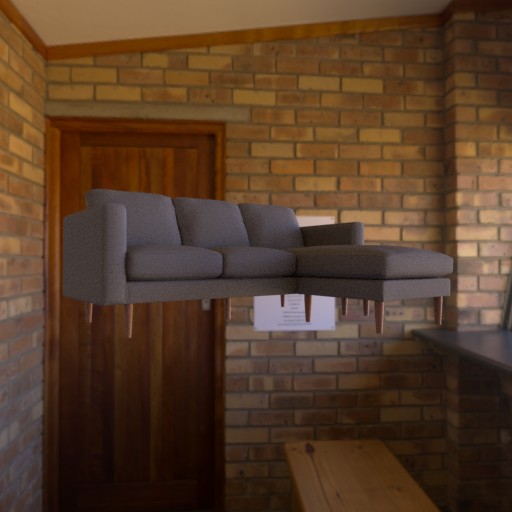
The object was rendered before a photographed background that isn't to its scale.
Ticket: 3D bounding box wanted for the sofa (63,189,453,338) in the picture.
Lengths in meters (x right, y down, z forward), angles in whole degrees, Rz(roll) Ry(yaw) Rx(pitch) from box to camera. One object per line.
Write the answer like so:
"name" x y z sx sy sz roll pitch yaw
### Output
"sofa" 0.000 0.000 2.901 2.031 0.897 1.591 0 -1 -36
